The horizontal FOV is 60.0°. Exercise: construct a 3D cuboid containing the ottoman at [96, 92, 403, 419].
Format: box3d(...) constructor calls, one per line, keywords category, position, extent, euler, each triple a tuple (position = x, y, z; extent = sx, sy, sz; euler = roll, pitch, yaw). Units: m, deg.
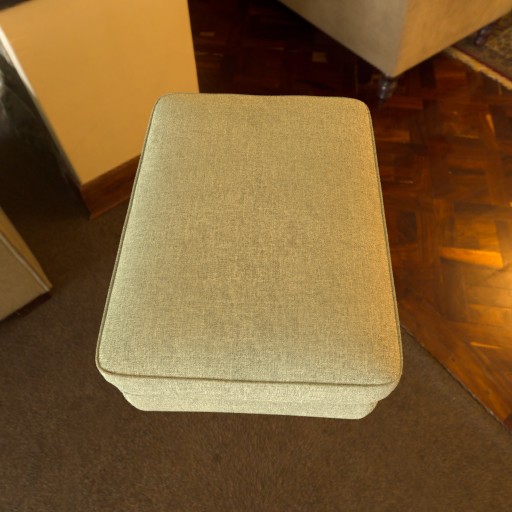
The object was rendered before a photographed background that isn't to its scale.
box3d(category="ottoman", position=(0.000, 0.000, 1.309), extent=(0.661, 0.561, 0.889), euler=(2, 59, 1))
